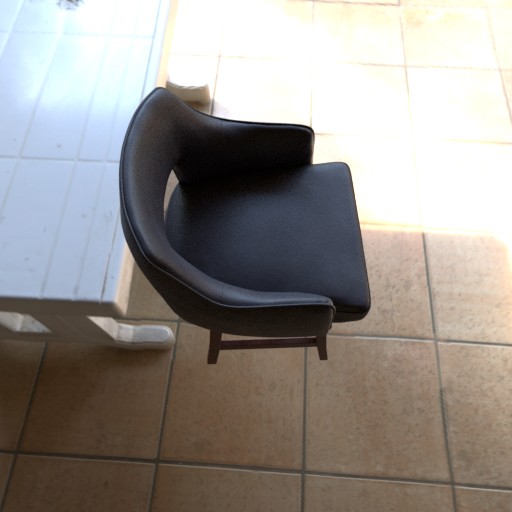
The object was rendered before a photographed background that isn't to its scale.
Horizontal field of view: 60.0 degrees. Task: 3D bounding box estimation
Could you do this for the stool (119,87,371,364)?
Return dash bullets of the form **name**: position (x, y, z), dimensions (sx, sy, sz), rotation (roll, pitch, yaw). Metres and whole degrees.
- **stool**: position (0.000, 0.000, 1.299), dimensions (0.560, 0.936, 0.550), rotation (-2, 64, -1)
